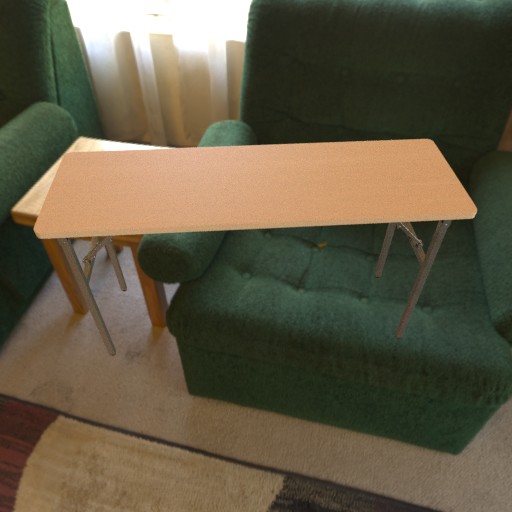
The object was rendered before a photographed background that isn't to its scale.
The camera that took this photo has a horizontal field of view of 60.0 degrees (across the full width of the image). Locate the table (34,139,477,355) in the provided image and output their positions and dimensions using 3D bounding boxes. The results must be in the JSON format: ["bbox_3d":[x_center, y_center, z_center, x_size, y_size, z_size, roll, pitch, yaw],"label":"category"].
[{"bbox_3d":[0.000,0.000,1.797,1.397,0.750,0.446,-3,46,-3],"label":"table"}]
